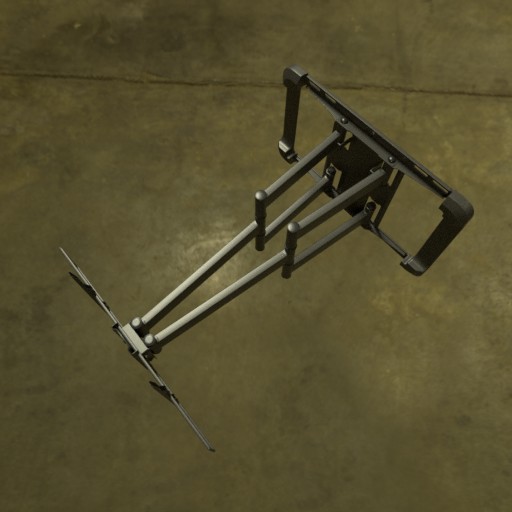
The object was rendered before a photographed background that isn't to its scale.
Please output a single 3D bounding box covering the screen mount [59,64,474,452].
[{"bbox_3d":[0.000,0.000,1.357,0.905,0.483,0.725,-38,70,-16],"label":"screen mount"}]
